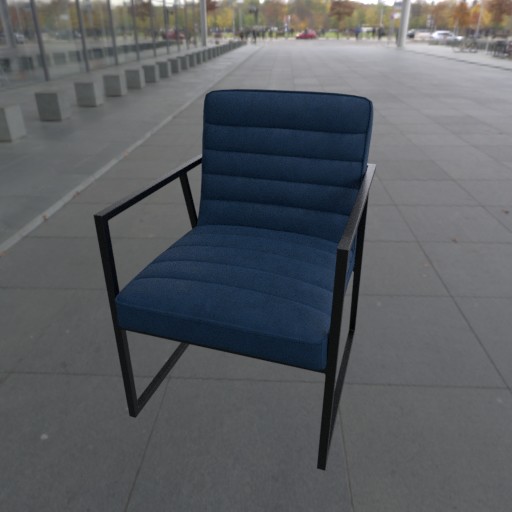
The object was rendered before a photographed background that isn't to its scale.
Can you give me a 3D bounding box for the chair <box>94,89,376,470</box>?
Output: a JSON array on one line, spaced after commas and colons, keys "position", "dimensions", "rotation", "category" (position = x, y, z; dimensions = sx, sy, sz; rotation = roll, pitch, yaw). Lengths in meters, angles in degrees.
[{"position": [0.000, 0.000, 1.267], "dimensions": [0.571, 0.833, 0.677], "rotation": [9, 28, 16], "category": "chair"}]
